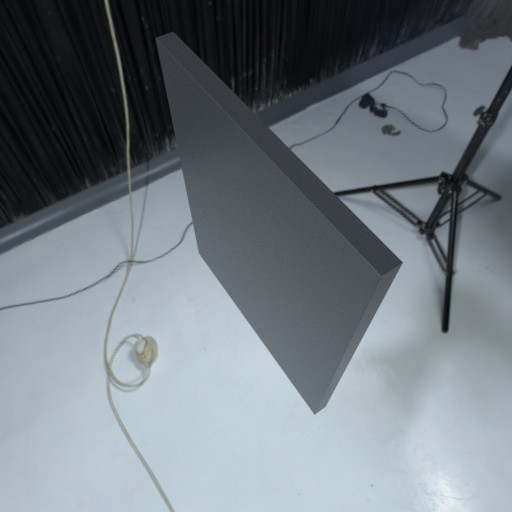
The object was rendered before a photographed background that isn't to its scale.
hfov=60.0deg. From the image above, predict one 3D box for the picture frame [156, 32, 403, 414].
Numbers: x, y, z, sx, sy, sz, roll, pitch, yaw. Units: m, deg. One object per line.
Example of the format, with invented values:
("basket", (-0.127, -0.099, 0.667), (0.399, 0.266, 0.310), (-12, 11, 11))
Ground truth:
("picture frame", (0.000, 0.000, 0.755), (0.028, 0.556, 0.460), (-30, 62, -17))
